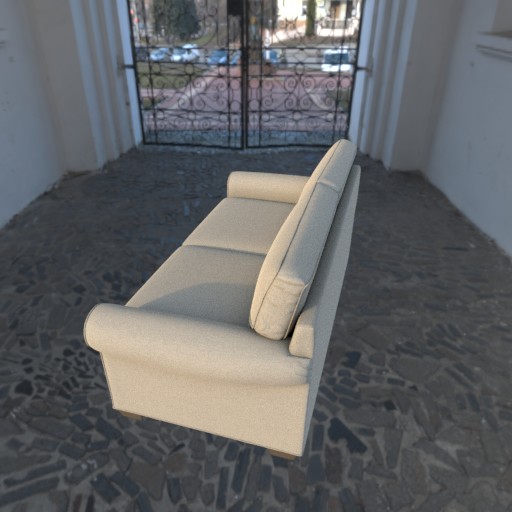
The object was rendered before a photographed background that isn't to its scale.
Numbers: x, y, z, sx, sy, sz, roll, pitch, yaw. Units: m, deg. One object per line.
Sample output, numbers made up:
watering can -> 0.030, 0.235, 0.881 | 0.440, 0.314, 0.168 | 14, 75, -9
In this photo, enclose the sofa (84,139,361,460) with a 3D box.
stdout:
sofa -> 0.000, 0.000, 2.466 | 0.940, 0.952, 1.930 | 8, 31, 14
